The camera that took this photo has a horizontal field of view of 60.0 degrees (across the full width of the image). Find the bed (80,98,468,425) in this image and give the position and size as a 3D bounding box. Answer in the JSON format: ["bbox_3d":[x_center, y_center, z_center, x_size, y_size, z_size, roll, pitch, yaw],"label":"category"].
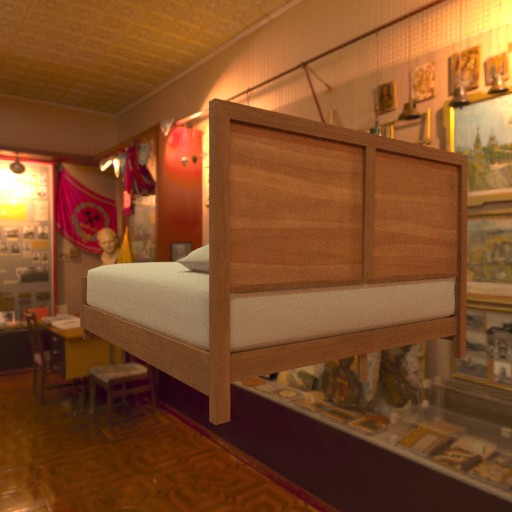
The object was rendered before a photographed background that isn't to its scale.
[{"bbox_3d":[0.000,0.000,3.349,2.003,1.387,2.184,-1,1,-36],"label":"bed"}]
